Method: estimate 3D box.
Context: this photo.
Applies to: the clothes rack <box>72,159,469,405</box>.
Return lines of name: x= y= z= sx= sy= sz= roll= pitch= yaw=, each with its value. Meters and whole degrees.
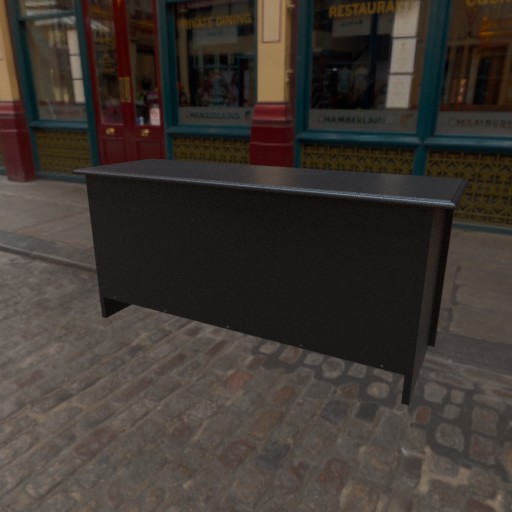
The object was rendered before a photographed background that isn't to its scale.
clothes rack: x=0.000 y=0.000 z=1.505 sx=1.219 sy=0.556 sz=0.406 roll=10 pitch=21 yaw=27
